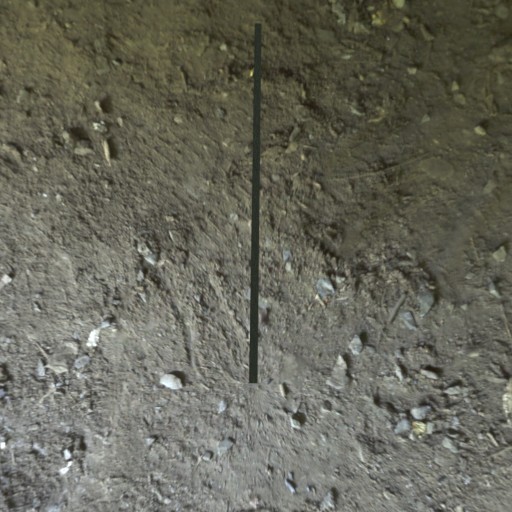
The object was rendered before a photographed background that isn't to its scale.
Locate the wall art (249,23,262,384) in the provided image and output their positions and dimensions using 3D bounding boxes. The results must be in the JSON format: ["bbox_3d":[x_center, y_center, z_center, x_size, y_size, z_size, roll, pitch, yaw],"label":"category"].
[{"bbox_3d":[0.000,0.000,1.461,0.016,1.116,0.810,1,74,0],"label":"wall art"}]
